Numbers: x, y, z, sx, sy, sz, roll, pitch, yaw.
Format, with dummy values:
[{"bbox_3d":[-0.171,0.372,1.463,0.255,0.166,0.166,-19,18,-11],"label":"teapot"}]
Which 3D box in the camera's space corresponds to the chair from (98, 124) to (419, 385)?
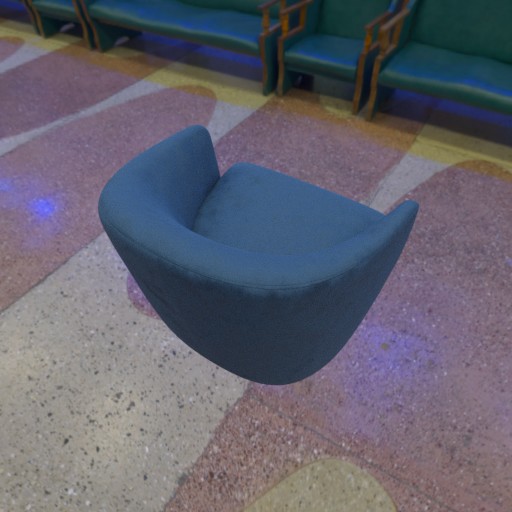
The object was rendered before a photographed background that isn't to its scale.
[{"bbox_3d":[0.000,0.000,1.378,0.773,0.698,0.767,25,51,22],"label":"chair"}]
